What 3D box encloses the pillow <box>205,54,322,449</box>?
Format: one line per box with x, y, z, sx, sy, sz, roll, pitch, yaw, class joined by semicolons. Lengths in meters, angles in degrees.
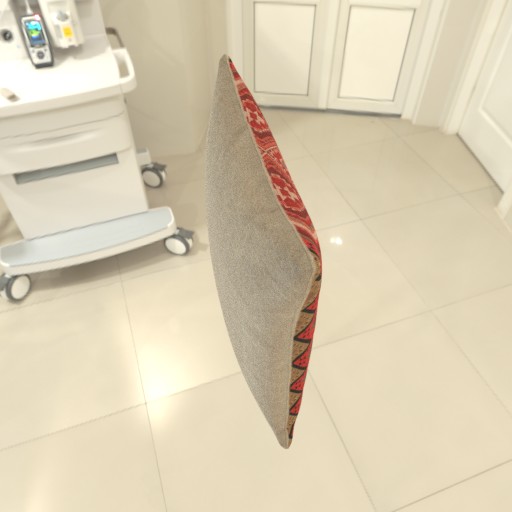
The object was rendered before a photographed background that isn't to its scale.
0.000;0.000;0.800;0.158;0.511;0.513;-9;48;-9;pillow
